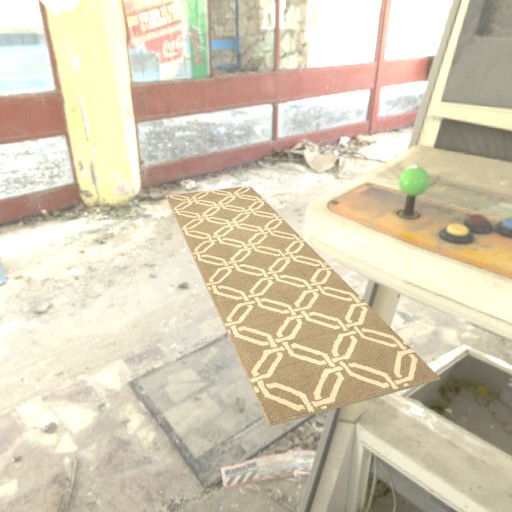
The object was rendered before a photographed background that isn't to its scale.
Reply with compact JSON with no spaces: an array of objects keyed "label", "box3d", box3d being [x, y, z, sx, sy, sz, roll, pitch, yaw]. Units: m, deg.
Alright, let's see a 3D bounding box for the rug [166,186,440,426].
[{"label":"rug","box3d":[0.000,0.000,2.501,0.678,0.014,2.276,-9,29,-16]}]
